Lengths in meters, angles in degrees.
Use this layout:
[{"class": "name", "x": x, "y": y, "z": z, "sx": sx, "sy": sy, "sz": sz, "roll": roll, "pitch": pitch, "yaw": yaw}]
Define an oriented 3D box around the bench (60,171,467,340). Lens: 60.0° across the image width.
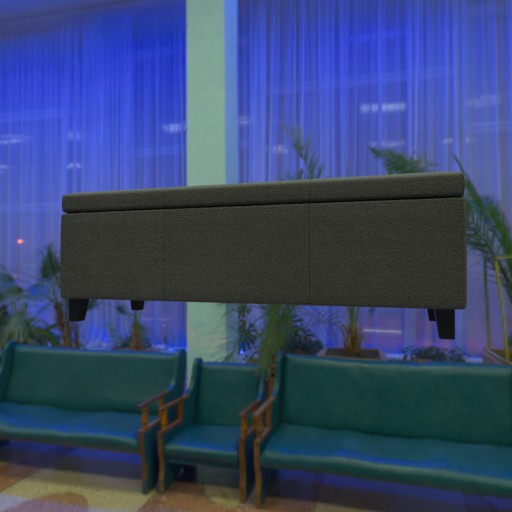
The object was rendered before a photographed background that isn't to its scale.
[{"class": "bench", "x": 0.000, "y": 0.000, "z": 1.502, "sx": 1.269, "sy": 0.438, "sz": 0.446, "roll": 0, "pitch": -1, "yaw": 18}]
